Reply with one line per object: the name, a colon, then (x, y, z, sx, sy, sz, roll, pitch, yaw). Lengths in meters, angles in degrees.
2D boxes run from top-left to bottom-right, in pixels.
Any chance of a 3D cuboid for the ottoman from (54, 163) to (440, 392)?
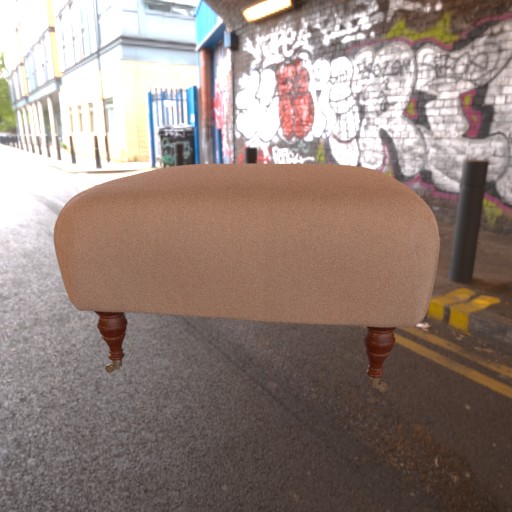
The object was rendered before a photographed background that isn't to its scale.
ottoman: (0.000, 0.000, 1.116, 0.746, 0.450, 0.639, 2, 16, 7)
